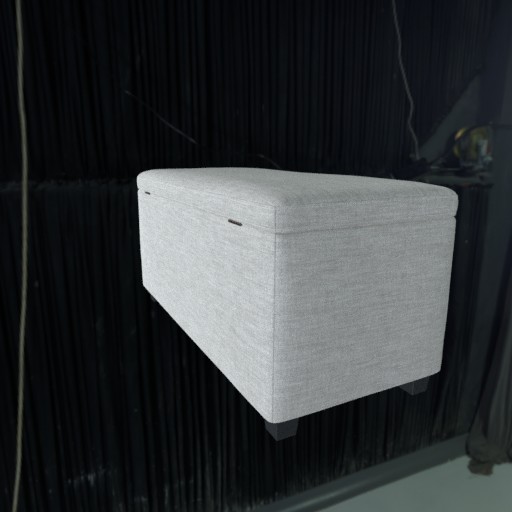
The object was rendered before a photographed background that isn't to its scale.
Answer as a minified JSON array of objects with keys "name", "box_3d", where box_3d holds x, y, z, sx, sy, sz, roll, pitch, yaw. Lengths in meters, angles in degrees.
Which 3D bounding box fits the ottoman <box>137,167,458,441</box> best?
[{"name":"ottoman","box_3d":[0.000,0.000,1.149,0.419,0.432,0.902,-7,15,-27]}]
